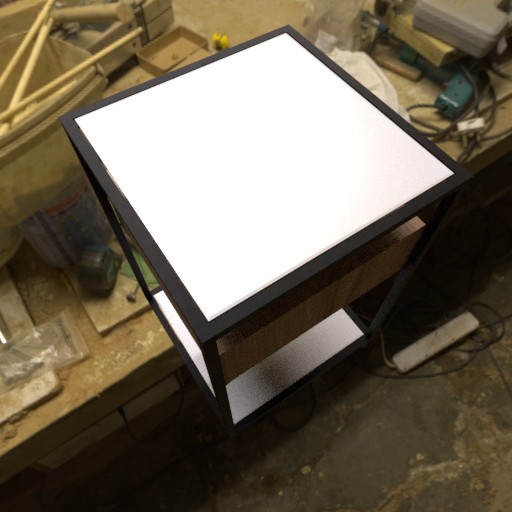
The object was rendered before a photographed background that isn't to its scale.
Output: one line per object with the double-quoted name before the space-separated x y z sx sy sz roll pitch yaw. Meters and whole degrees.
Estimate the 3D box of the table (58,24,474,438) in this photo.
"table" 0.000 0.000 0.790 0.378 0.540 0.378 -30 63 -17
